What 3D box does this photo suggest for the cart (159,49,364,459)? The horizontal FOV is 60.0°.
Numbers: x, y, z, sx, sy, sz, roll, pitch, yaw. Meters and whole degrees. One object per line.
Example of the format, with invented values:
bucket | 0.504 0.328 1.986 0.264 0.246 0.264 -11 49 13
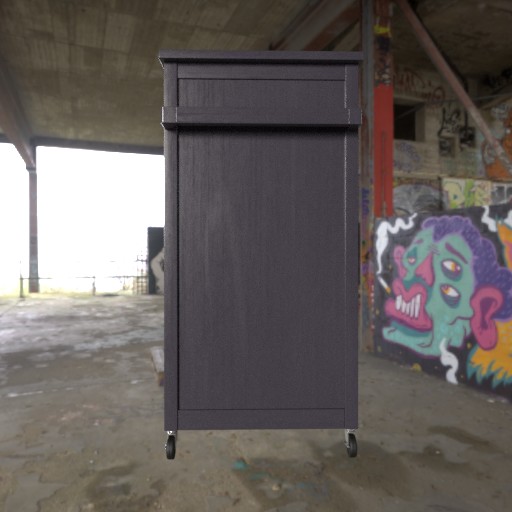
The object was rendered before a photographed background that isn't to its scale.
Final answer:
cart | 0.000 0.000 1.260 0.449 0.878 0.690 0 0 -1
